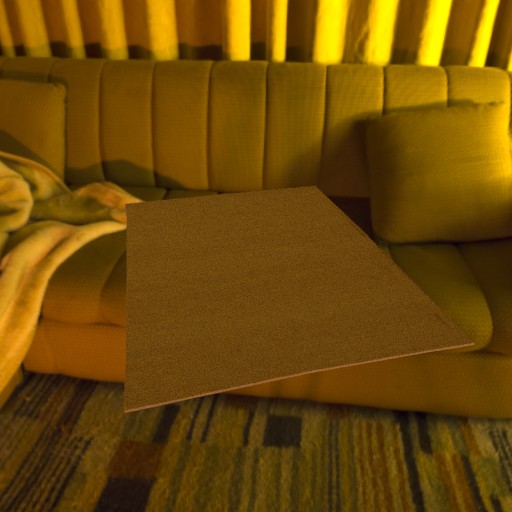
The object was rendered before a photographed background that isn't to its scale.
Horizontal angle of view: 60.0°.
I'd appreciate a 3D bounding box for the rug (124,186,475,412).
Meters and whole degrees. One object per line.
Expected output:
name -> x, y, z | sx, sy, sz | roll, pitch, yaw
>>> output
rug -> 0.000, 0.000, 4.237 | 2.434, 0.045, 3.202 | -7, 31, -12
